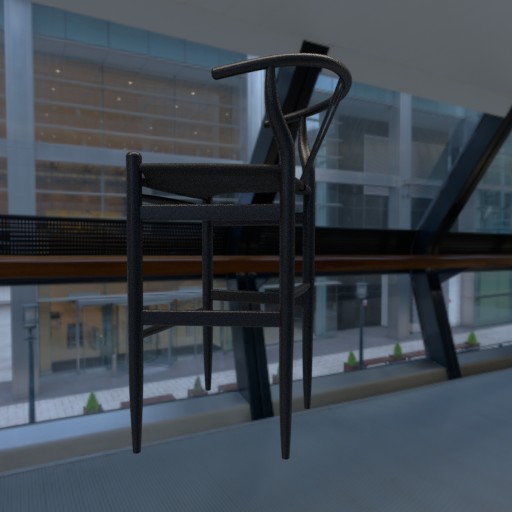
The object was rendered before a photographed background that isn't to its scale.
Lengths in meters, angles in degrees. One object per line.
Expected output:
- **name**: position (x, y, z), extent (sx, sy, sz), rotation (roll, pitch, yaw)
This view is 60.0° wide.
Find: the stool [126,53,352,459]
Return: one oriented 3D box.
- **stool**: position (0.000, 0.000, 1.387), extent (0.579, 1.072, 0.569), rotation (1, 2, 16)
